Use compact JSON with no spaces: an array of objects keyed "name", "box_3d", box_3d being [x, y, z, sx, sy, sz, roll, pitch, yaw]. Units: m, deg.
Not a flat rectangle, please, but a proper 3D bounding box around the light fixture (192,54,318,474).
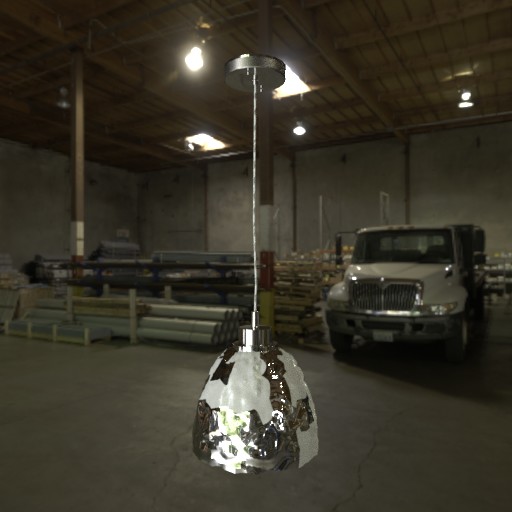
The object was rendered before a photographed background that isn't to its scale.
[{"name":"light fixture","box_3d":[0.000,0.000,1.776,0.500,1.511,0.496,0,-1,17]}]
